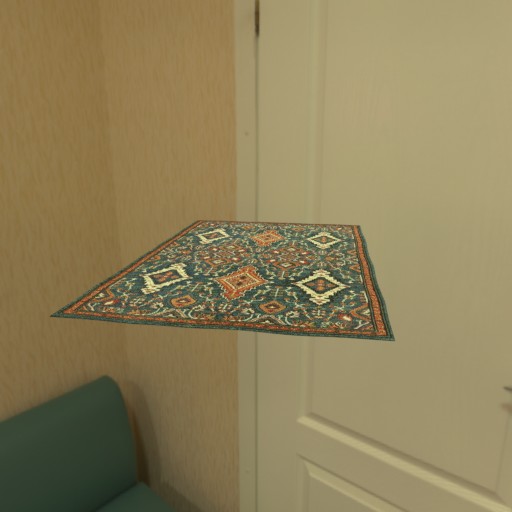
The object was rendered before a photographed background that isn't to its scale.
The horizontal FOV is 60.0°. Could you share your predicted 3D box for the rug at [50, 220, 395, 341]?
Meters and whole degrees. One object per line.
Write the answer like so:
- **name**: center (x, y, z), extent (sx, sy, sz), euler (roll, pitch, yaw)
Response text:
- **rug**: center (0.000, 0.000, 4.290), extent (2.190, 0.008, 3.371), euler (3, 16, 9)
